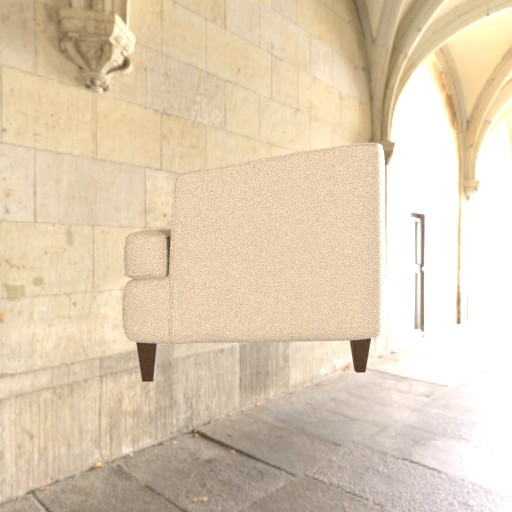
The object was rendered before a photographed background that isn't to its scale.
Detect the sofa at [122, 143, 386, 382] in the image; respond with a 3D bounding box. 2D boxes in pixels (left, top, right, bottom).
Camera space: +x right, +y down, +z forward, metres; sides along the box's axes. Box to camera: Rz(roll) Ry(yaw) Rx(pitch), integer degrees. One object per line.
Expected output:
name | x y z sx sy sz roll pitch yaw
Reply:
sofa | 0.000 0.000 2.235 0.941 0.855 1.733 0 1 -2
